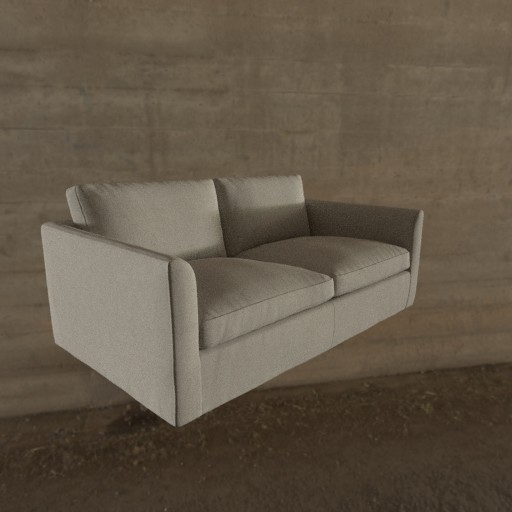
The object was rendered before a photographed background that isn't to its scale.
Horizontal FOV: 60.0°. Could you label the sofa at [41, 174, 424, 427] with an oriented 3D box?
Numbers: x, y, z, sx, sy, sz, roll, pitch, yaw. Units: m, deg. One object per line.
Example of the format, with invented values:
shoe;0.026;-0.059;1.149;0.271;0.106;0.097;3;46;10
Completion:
sofa;0.000;0.000;2.487;1.091;0.839;1.905;12;18;43
